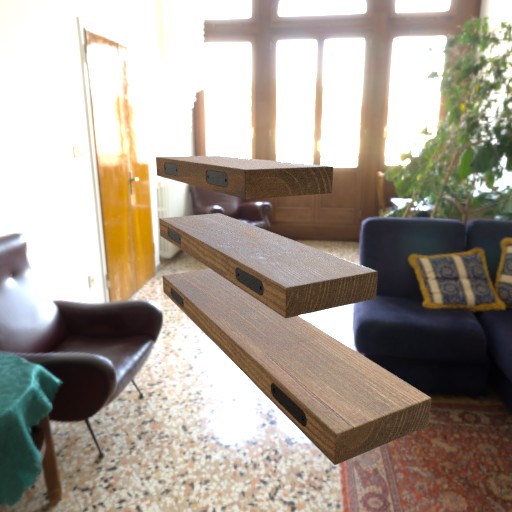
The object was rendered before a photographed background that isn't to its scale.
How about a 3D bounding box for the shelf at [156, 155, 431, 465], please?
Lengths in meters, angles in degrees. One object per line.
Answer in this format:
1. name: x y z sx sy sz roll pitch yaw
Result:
1. shelf: 0.000 0.000 0.717 0.140 0.293 0.610 -8 17 -27
